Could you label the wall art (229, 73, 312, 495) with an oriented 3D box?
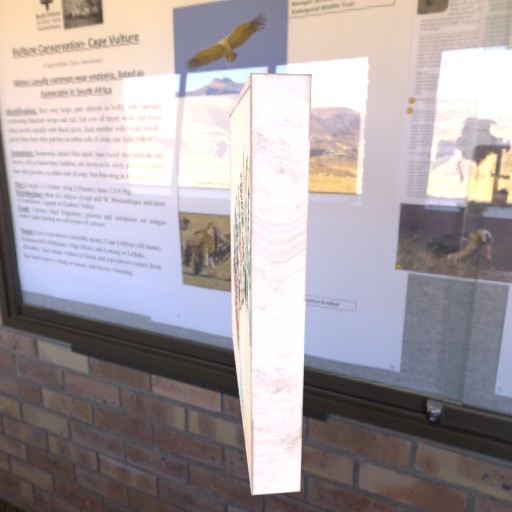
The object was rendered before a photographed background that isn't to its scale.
[{"bbox_3d":[0.000,0.000,0.453,0.038,0.303,0.305,-1,14,-6],"label":"wall art"}]
